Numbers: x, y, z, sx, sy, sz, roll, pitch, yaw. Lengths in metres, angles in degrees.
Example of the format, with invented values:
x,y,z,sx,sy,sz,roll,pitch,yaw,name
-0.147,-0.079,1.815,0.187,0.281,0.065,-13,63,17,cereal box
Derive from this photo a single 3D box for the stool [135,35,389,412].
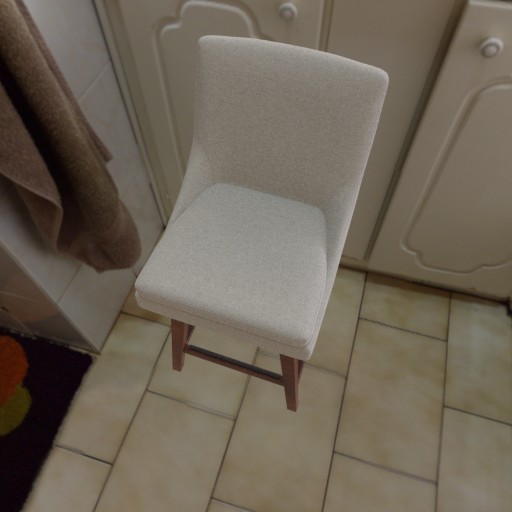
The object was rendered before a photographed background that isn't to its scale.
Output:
x,y,z,sx,sy,sz,roll,pitch,yaw,name
0.000,0.000,1.286,0.469,0.991,0.559,16,58,10,stool
